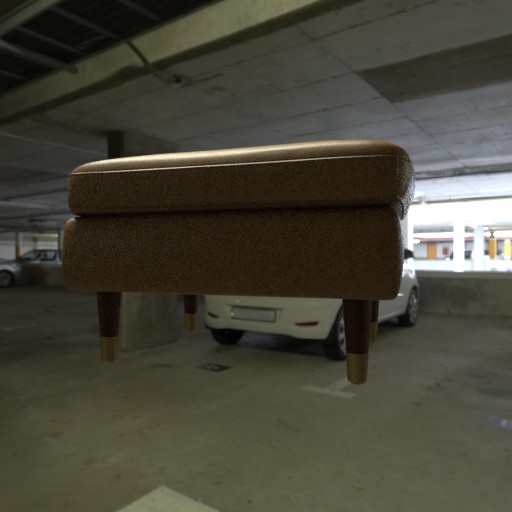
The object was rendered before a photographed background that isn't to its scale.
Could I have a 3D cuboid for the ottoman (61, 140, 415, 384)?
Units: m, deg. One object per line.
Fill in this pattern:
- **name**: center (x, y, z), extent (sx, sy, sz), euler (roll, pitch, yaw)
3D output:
- **ottoman**: center (0.000, 0.000, 1.110), extent (0.747, 0.478, 0.593), euler (0, 0, 18)
